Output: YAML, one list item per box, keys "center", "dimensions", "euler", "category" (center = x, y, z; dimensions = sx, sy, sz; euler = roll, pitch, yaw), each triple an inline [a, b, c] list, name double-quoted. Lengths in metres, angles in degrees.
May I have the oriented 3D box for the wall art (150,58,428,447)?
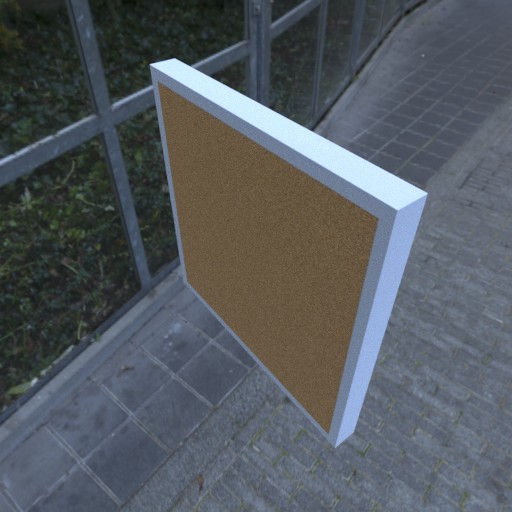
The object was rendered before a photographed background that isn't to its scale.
- center: [0.000, 0.000, 0.605]
  dimensions: [0.038, 0.406, 0.406]
  euler: [-27, 49, -27]
  category: "wall art"
